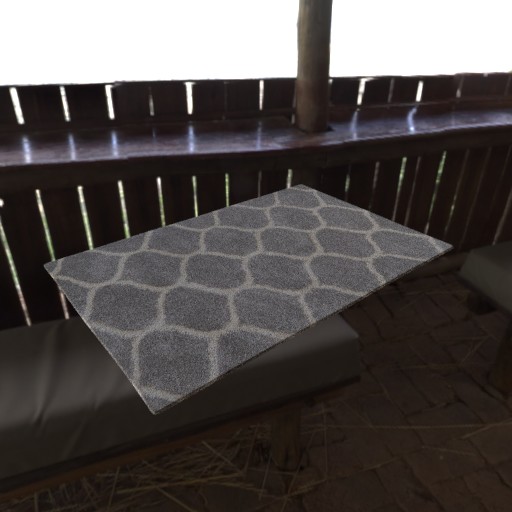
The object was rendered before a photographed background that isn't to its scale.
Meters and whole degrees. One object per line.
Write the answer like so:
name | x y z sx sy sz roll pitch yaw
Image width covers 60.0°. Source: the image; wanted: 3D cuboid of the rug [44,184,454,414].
rug | 0.000 0.000 3.484 2.701 0.026 1.801 -22 37 -33
